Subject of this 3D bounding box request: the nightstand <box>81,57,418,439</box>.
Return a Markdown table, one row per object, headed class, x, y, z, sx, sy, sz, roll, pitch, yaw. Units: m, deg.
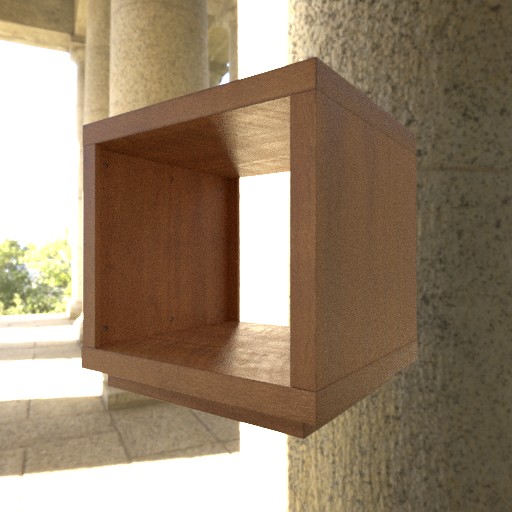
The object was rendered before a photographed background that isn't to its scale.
| class | x | y | z | sx | sy | sz | roll | pitch | yaw |
| --- | --- | --- | --- | --- | --- | --- | --- | --- | --- |
| nightstand | 0.000 | 0.000 | 0.863 | 0.493 | 0.491 | 0.436 | 0 | 0 | 35 |
